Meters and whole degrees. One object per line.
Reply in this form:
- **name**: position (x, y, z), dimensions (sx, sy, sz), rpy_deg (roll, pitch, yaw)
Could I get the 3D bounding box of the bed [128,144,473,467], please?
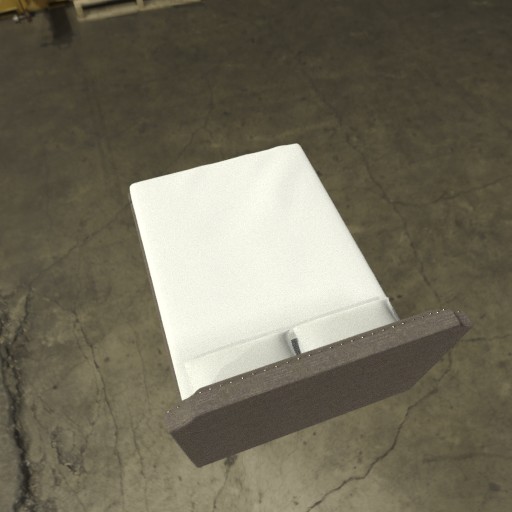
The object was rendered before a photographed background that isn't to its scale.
- **bed**: position (0.000, 0.000, 3.387), dimensions (1.713, 1.457, 2.381), rpy_deg (-16, 58, -10)
